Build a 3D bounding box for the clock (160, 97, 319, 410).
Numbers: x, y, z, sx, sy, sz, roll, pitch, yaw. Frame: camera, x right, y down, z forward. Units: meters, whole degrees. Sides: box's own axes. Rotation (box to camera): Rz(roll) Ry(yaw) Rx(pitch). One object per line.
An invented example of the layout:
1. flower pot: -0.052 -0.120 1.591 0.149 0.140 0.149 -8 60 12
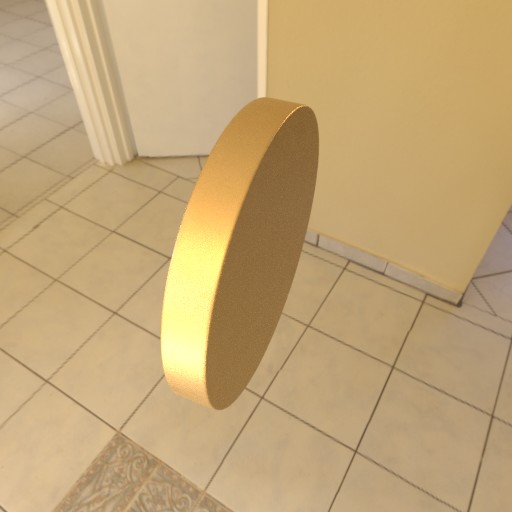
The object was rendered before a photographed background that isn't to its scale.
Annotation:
1. clock: 0.000 0.000 0.467 0.040 0.314 0.314 17 49 15
